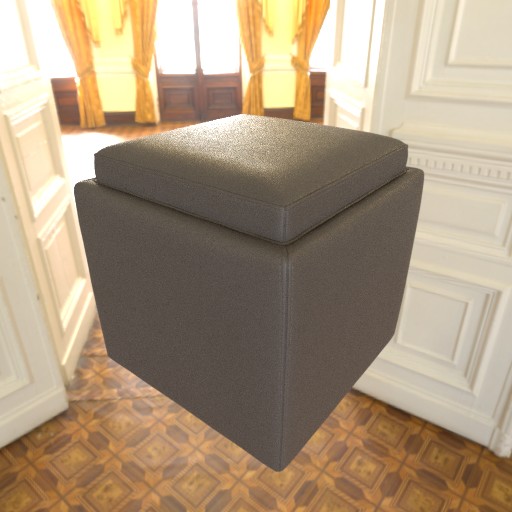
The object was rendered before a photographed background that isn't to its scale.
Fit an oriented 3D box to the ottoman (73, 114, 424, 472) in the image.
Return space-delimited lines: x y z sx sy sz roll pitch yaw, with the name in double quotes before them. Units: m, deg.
"ottoman" 0.000 0.000 0.836 0.451 0.460 0.450 20 34 33
